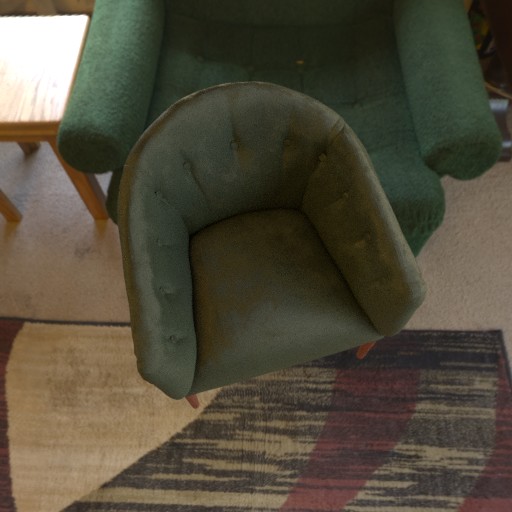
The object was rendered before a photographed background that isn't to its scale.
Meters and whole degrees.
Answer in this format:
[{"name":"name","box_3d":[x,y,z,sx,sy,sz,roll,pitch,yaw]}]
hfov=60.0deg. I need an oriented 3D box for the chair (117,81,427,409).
[{"name":"chair","box_3d":[0.000,0.000,1.531,0.851,0.885,0.776,-15,63,-8]}]
